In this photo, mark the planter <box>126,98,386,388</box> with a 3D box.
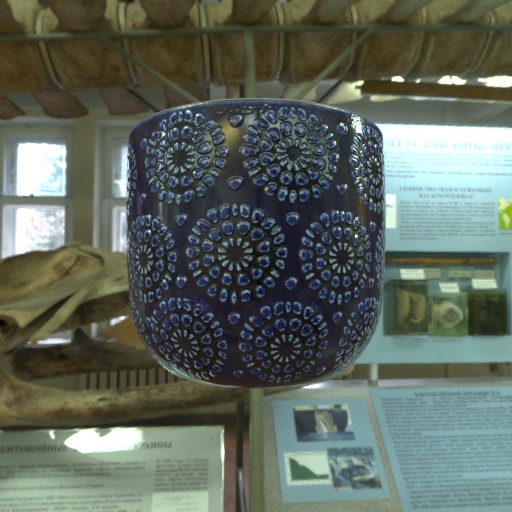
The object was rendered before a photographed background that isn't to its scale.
[{"bbox_3d":[0.000,0.000,0.293,0.165,0.149,0.165,0,-2,0],"label":"planter"}]
